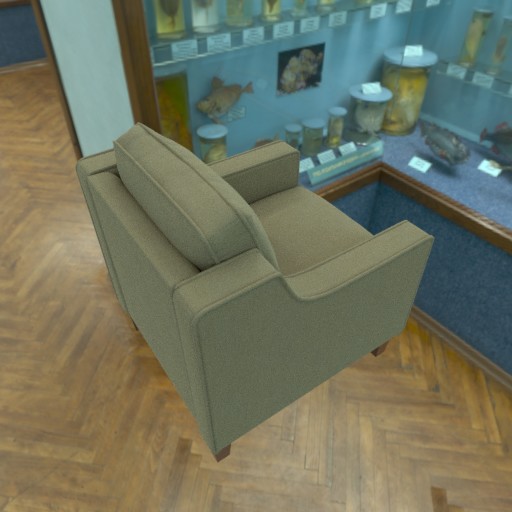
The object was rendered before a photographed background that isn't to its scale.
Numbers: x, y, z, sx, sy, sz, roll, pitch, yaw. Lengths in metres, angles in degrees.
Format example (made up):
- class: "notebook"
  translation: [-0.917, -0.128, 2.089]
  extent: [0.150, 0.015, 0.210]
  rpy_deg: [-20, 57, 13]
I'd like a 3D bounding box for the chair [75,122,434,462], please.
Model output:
- class: "chair"
  translation: [0.000, 0.000, 1.639]
  extent: [0.909, 0.960, 0.831]
  rpy_deg: [-25, 47, -25]
